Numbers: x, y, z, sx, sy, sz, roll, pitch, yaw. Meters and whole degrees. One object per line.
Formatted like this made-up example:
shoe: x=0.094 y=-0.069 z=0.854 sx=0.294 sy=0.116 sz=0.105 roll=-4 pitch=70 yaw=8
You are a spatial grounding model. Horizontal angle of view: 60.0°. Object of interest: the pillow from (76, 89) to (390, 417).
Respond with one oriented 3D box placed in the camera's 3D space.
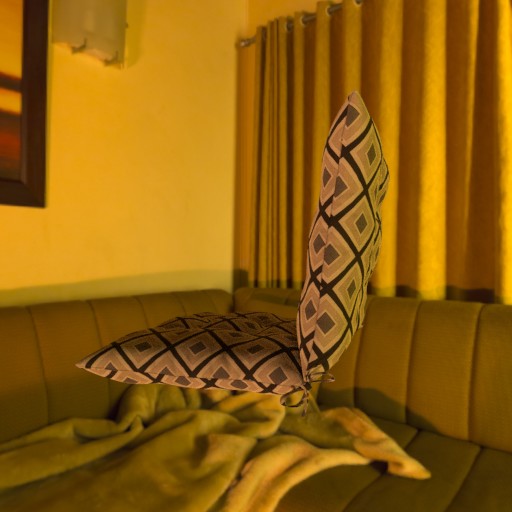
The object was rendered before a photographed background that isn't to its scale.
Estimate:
pillow: x=0.000 y=0.000 z=1.016 sx=0.585 sy=0.536 sz=0.541 roll=0 pitch=1 yaw=18
